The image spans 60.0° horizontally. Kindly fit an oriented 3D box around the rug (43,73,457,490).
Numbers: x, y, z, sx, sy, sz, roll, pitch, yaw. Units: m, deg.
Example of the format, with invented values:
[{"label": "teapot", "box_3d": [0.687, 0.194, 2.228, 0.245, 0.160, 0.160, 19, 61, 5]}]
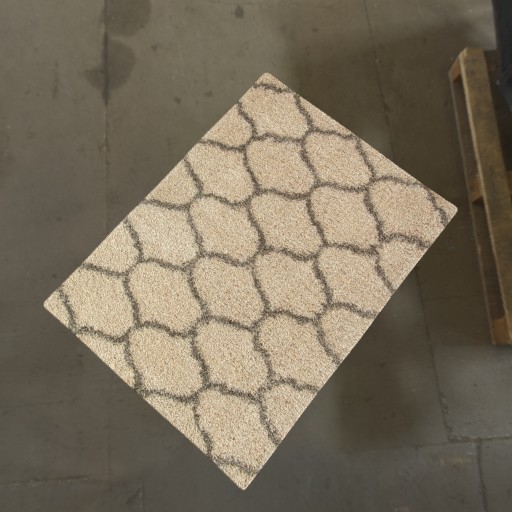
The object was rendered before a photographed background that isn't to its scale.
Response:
[{"label": "rug", "box_3d": [0.000, 0.000, 2.072, 1.200, 0.025, 1.600, 39, 79, 9]}]
